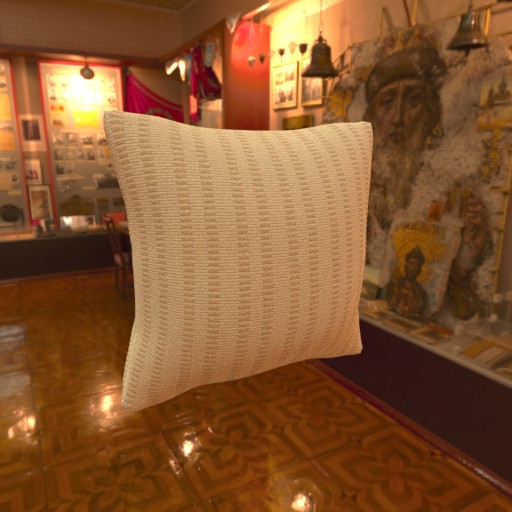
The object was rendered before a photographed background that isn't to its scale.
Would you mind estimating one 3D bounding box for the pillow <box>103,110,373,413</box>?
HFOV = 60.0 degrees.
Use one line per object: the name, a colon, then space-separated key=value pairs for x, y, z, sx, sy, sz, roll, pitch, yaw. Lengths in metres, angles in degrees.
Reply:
pillow: x=0.000 y=0.000 z=0.693 sx=0.438 sy=0.419 sz=0.247 roll=-7 pitch=14 yaw=-27
